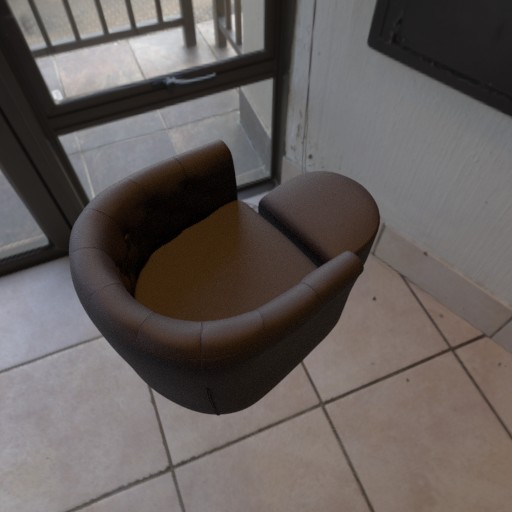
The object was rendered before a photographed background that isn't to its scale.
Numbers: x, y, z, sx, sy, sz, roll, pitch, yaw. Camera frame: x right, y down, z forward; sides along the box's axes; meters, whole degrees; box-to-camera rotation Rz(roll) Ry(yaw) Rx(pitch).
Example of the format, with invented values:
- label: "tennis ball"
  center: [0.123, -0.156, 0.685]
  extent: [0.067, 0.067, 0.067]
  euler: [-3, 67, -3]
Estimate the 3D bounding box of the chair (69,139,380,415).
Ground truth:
- label: "chair"
  center: [0.000, 0.000, 1.657]
  extent: [1.191, 0.760, 0.763]
  euler: [-36, 64, -21]
